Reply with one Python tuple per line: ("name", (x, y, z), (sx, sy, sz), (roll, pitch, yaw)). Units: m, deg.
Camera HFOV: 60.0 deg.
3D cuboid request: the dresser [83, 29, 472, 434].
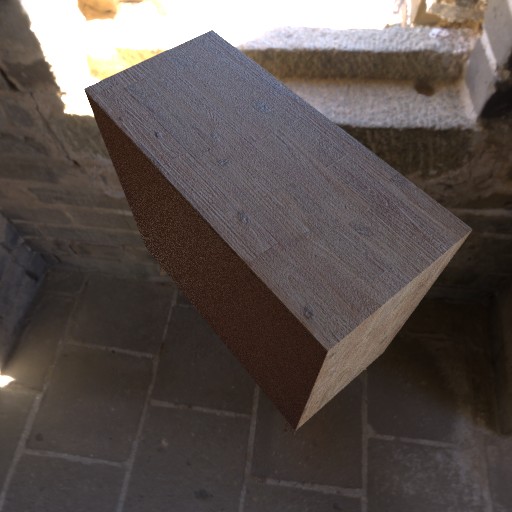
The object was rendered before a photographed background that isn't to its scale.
("dresser", (0.000, 0.000, 1.570), (0.455, 1.029, 0.998), (-35, 65, -19))
